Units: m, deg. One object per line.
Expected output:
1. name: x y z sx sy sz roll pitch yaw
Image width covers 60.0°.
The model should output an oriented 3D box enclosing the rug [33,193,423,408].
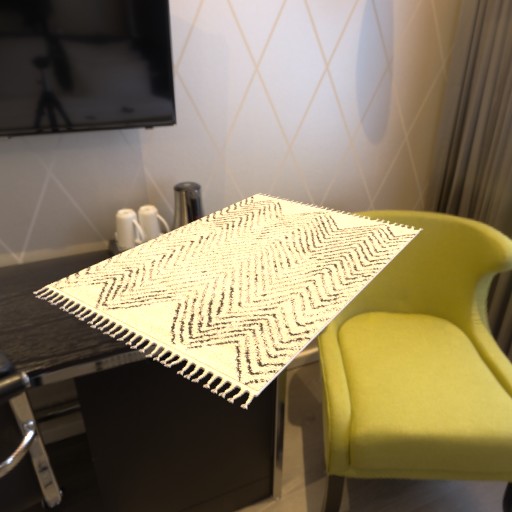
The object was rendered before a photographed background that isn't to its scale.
1. rug: 0.000 0.000 2.379 1.230 0.014 1.847 17 31 32
